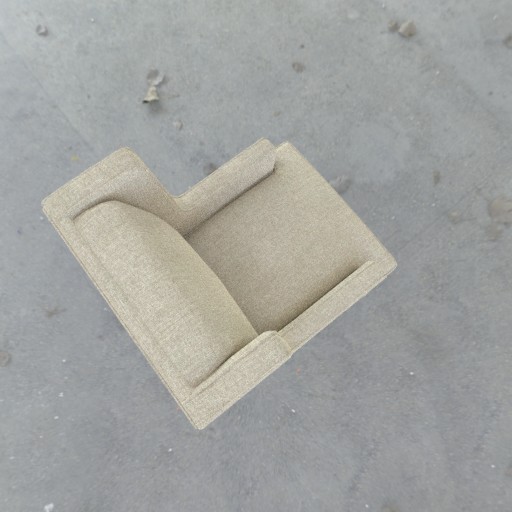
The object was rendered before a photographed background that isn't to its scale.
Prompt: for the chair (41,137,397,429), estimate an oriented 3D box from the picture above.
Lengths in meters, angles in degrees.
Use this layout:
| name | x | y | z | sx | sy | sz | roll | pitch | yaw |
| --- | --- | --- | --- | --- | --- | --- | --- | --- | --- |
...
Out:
| name | x | y | z | sx | sy | sz | roll | pitch | yaw |
| --- | --- | --- | --- | --- | --- | --- | --- | --- | --- |
| chair | 0.000 | 0.000 | 1.732 | 0.948 | 1.082 | 0.764 | -37 | 78 | -9 |
